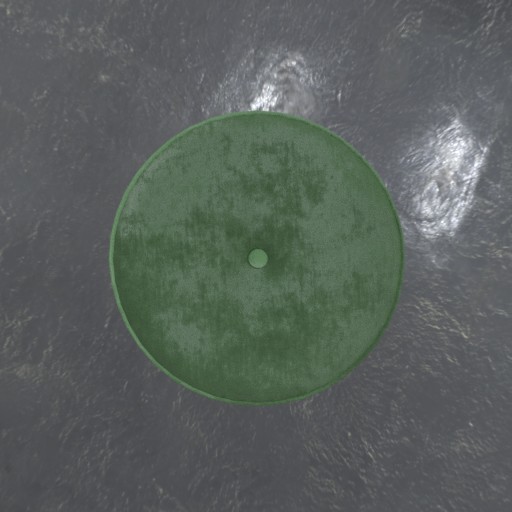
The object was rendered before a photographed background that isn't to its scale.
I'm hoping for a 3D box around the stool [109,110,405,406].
[{"bbox_3d":[0.000,0.000,0.915,0.430,0.595,0.457,0,90,-1],"label":"stool"}]
